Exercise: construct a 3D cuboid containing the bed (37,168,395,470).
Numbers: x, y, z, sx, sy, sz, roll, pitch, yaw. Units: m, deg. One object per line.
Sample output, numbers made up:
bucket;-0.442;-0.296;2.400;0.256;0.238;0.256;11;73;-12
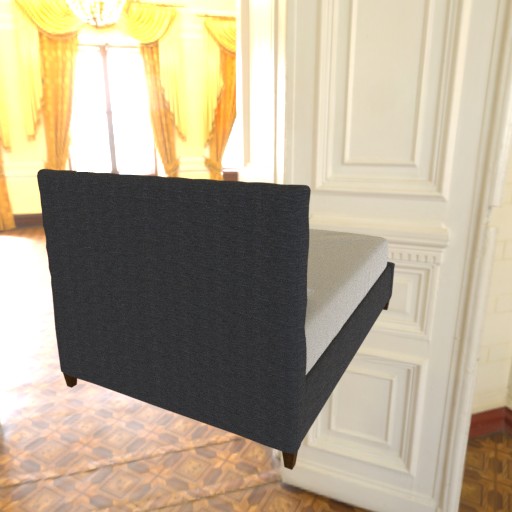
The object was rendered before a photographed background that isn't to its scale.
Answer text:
bed;0.000;0.000;3.391;1.698;1.427;2.387;8;18;26
